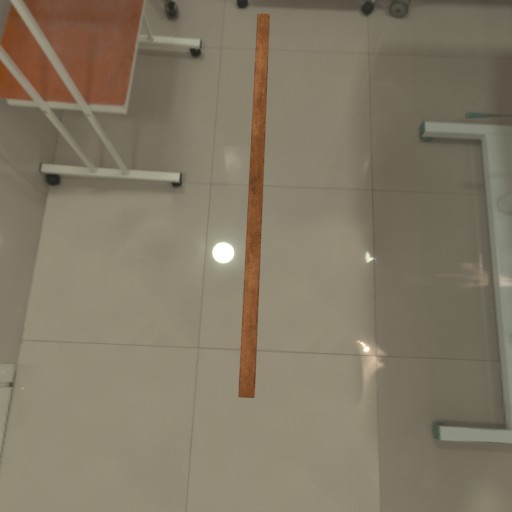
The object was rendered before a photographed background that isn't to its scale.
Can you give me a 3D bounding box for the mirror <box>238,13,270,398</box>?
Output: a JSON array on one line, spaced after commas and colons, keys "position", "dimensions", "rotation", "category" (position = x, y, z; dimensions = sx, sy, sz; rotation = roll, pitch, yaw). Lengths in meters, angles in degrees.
[{"position": [0.000, 0.000, 1.387], "dimensions": [0.028, 1.099, 0.796], "rotation": [2, 75, 1], "category": "mirror"}]
